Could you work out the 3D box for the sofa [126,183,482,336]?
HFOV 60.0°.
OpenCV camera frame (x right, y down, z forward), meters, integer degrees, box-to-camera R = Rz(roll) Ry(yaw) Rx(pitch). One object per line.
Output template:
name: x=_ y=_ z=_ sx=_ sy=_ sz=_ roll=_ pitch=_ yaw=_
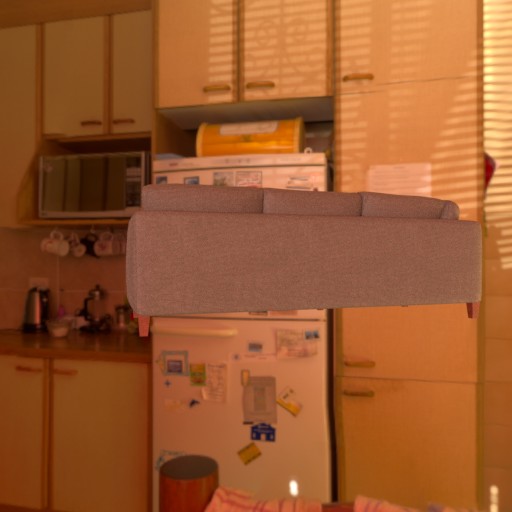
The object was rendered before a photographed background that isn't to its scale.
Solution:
sofa: x=0.000 y=0.000 z=4.510 sx=2.593 sy=0.947 sz=3.302 roll=0 pitch=0 yaw=-18
